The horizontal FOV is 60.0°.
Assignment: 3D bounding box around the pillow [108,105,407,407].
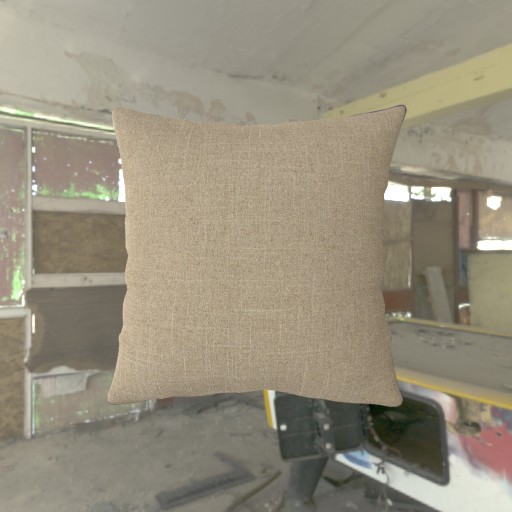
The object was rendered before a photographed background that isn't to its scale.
[{"bbox_3d":[0.000,0.000,0.658,0.440,0.441,0.147,0,0,0],"label":"pillow"}]
